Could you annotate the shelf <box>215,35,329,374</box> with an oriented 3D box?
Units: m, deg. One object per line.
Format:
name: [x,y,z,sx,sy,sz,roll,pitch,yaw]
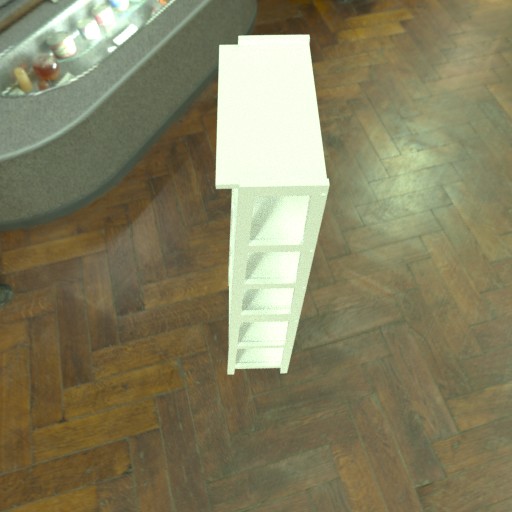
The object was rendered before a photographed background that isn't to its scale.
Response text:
shelf: [0.000,0.000,2.173,0.381,1.892,0.660,-1,60,-1]
